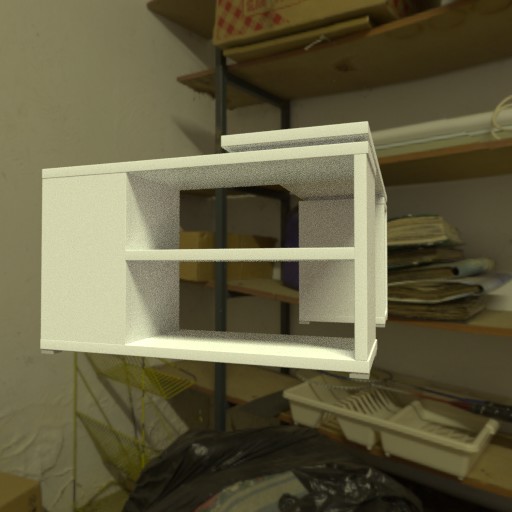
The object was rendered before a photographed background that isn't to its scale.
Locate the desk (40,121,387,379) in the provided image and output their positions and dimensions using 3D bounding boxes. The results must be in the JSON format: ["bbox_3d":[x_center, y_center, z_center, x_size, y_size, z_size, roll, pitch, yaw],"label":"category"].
[{"bbox_3d":[0.000,0.000,2.203,1.200,0.753,1.524,0,-1,18],"label":"desk"}]
